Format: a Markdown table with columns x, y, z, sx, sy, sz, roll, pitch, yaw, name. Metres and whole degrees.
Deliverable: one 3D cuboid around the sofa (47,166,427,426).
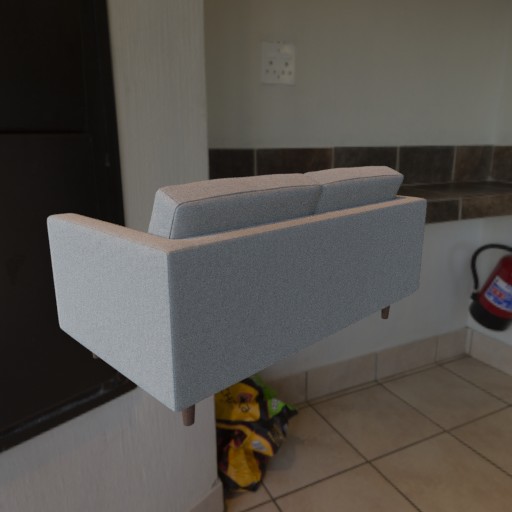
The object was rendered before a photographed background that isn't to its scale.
| x | y | z | sx | sy | sz | roll | pitch | yaw | name |
| --- | --- | --- | --- | --- | --- | --- | --- | --- | --- |
| 0.000 | 0.000 | 2.309 | 1.731 | 0.900 | 1.000 | -14 | 20 | -43 | sofa |
